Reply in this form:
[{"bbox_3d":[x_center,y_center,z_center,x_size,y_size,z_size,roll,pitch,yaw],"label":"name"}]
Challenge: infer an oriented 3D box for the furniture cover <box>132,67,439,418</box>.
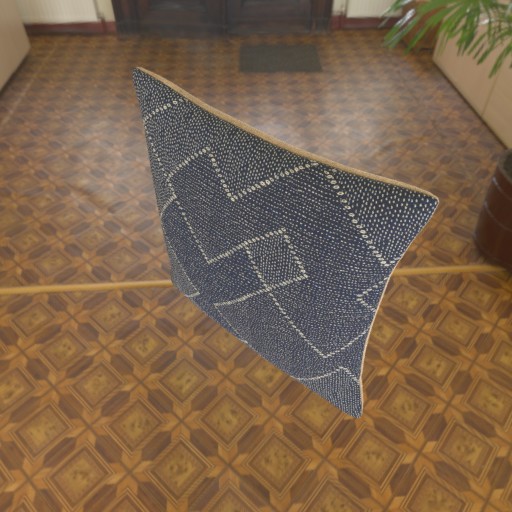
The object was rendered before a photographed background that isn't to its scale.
[{"bbox_3d":[0.000,0.000,0.752,0.511,0.503,0.162,32,53,27],"label":"furniture cover"}]
